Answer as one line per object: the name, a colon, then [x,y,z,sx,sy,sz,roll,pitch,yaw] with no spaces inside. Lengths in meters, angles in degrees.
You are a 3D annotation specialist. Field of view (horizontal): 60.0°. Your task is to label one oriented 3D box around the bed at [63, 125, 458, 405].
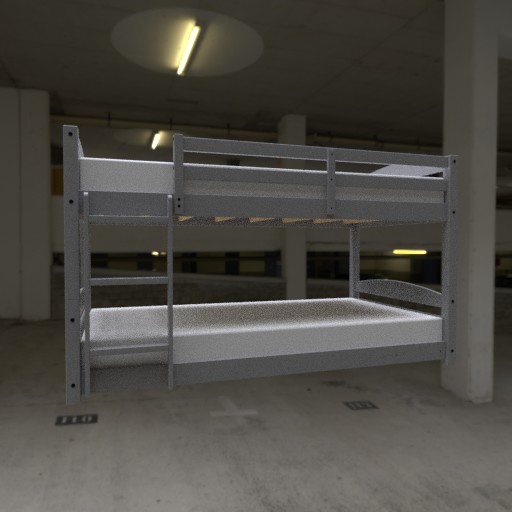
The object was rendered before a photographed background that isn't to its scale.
bed: [0.000,0.000,2.644,2.013,1.206,1.105,0,2,-18]
